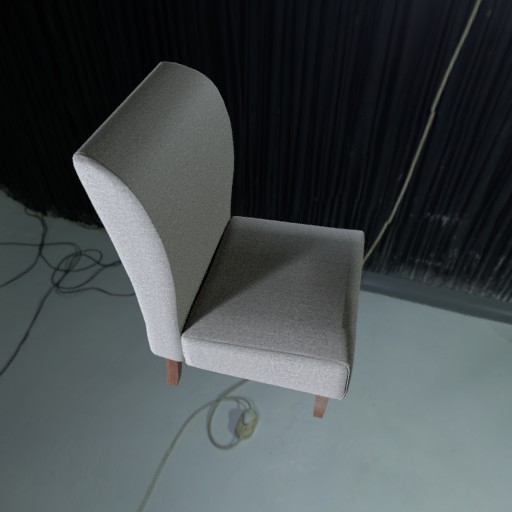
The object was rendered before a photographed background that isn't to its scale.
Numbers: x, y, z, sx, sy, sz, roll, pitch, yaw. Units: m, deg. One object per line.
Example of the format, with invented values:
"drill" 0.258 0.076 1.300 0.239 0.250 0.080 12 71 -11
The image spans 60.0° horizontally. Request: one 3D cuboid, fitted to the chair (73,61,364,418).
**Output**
"chair" 0.000 0.000 1.176 0.592 0.804 0.513 8 46 8
